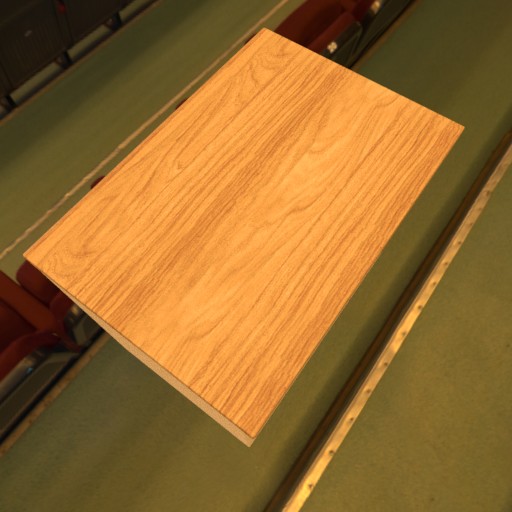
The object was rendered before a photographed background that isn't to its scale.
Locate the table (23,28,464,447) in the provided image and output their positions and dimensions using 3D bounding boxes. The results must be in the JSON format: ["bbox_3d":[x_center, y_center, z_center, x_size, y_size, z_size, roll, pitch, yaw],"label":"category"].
[{"bbox_3d":[0.000,0.000,0.776,0.360,0.440,0.500,33,69,15],"label":"table"}]
